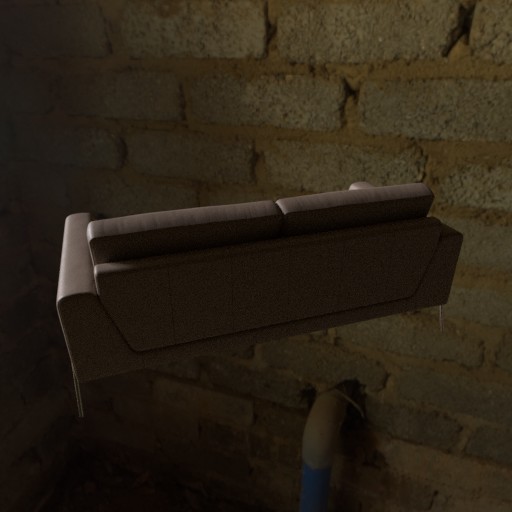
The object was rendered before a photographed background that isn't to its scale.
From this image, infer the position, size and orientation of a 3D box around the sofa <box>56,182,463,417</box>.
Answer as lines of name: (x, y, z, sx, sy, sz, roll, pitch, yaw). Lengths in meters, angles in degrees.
sofa: (0.000, 0.000, 2.508, 2.017, 0.875, 0.953, -9, 28, -17)
